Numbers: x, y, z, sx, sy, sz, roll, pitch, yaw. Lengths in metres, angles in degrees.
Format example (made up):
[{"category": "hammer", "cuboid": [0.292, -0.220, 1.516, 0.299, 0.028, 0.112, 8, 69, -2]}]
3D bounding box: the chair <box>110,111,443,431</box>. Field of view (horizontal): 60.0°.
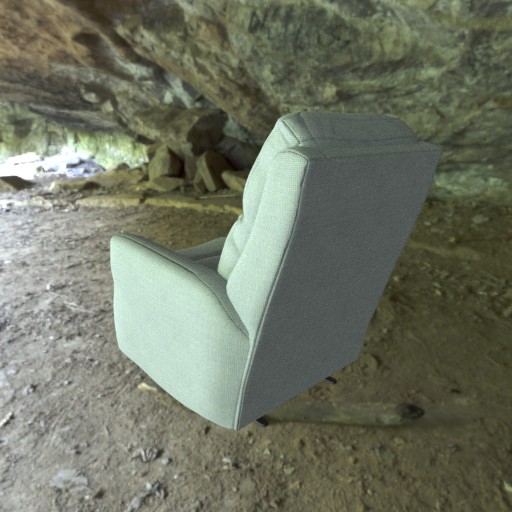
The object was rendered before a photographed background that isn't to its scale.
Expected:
[{"category": "chair", "cuboid": [0.000, 0.000, 1.705, 0.829, 1.030, 1.080, -14, 21, -41]}]
